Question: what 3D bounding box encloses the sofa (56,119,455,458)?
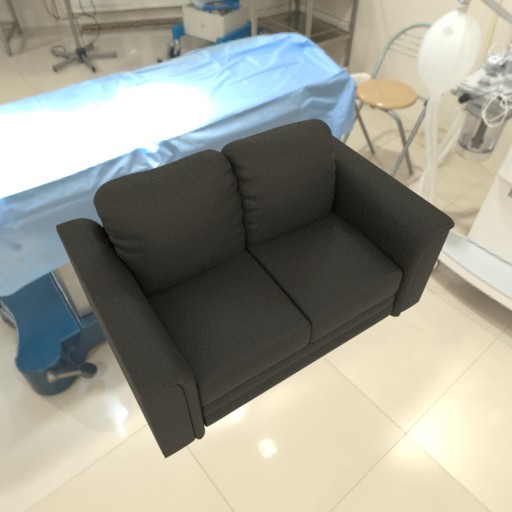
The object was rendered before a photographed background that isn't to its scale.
[{"bbox_3d":[0.000,0.000,1.944,1.386,0.845,0.887,-25,51,-22],"label":"sofa"}]
